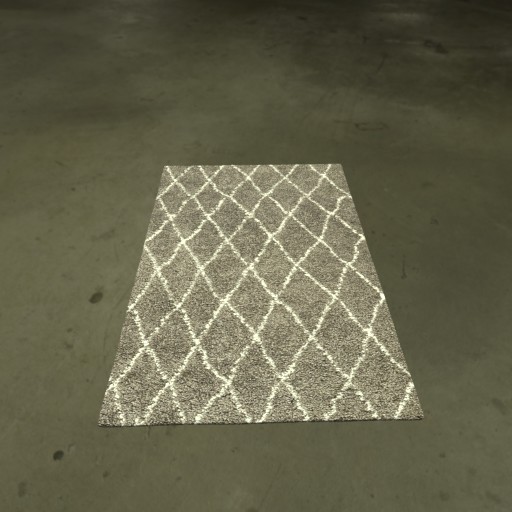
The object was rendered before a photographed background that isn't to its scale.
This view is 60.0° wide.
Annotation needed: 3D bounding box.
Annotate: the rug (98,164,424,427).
[{"bbox_3d":[0.000,0.000,3.428,1.778,0.030,2.743,-1,41,-1],"label":"rug"}]
